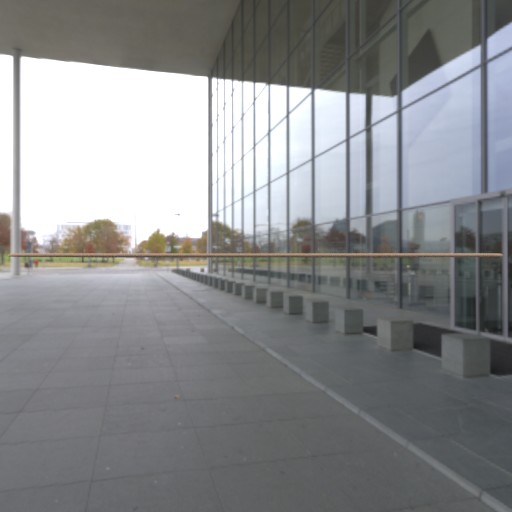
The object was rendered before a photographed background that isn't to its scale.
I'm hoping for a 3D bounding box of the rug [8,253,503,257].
[{"bbox_3d":[0.000,0.000,2.015,1.668,0.012,1.061,0,0,0],"label":"rug"}]
